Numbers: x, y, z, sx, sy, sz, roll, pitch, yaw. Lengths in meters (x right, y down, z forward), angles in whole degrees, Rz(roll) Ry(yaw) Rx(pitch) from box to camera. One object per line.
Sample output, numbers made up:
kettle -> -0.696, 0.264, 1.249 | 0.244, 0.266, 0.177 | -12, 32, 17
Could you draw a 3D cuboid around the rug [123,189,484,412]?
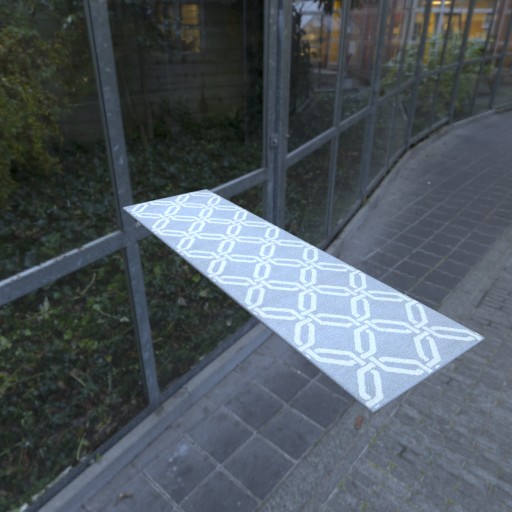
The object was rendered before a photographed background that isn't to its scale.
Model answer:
rug -> 0.000, 0.000, 2.459 | 0.678, 0.014, 2.276 | -18, 32, -31
